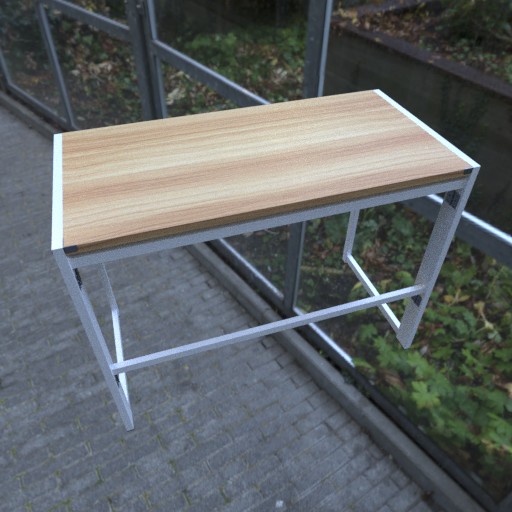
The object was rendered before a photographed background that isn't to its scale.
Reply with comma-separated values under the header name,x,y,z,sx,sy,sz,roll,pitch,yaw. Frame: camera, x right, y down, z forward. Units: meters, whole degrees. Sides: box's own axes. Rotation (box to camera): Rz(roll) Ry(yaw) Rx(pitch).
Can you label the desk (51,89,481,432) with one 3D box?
name,x,y,z,sx,sy,sz,roll,pitch,yaw
desk,0.000,0.000,1.422,1.016,0.762,0.508,-12,44,-13
